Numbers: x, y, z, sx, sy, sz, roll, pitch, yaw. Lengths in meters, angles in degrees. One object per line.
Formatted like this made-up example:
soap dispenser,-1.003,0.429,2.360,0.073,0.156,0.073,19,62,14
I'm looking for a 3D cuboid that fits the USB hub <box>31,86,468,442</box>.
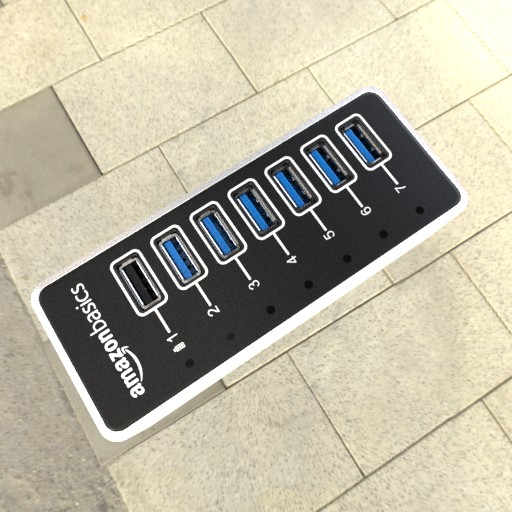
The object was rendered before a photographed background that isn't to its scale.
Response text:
USB hub,0.000,0.000,0.124,0.110,0.023,0.044,-33,78,-8
